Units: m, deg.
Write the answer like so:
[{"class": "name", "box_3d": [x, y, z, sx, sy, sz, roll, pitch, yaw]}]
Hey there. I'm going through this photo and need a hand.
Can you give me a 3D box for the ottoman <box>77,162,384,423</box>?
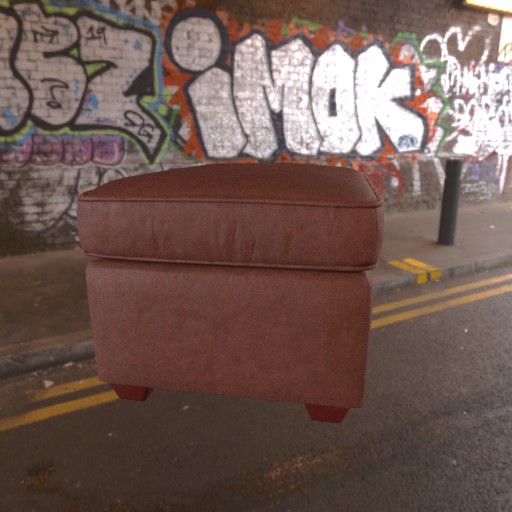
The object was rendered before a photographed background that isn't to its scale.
[{"class": "ottoman", "box_3d": [0.000, 0.000, 1.105, 0.548, 0.449, 0.749, 3, 15, 10]}]
